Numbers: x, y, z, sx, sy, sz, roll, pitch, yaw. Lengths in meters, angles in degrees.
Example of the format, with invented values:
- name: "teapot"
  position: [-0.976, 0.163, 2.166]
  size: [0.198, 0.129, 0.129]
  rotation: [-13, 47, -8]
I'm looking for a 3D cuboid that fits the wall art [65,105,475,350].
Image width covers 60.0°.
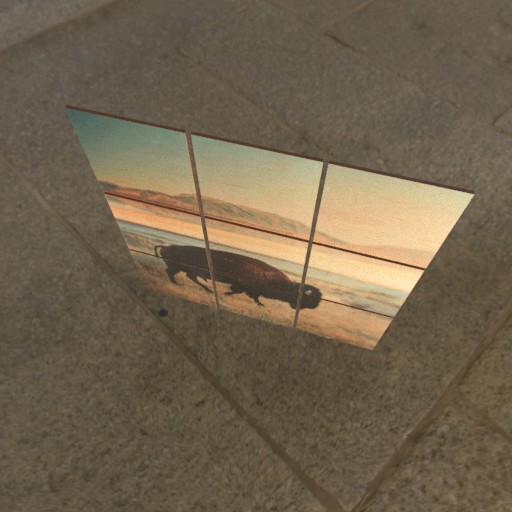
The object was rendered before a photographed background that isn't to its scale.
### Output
- name: "wall art"
  position: [0.000, 0.000, 1.796]
  size: [1.221, 1.218, 0.019]
  rotation: [14, 60, 8]
